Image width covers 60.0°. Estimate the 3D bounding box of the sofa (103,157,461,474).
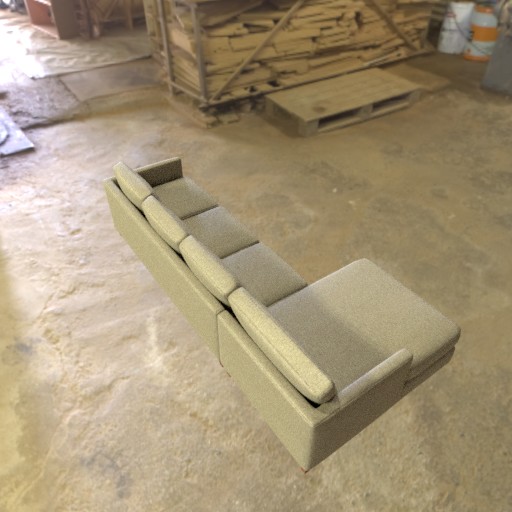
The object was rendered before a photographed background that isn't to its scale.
[{"bbox_3d":[0.000,0.000,3.855,1.502,0.876,3.201,-25,47,-26],"label":"sofa"}]
